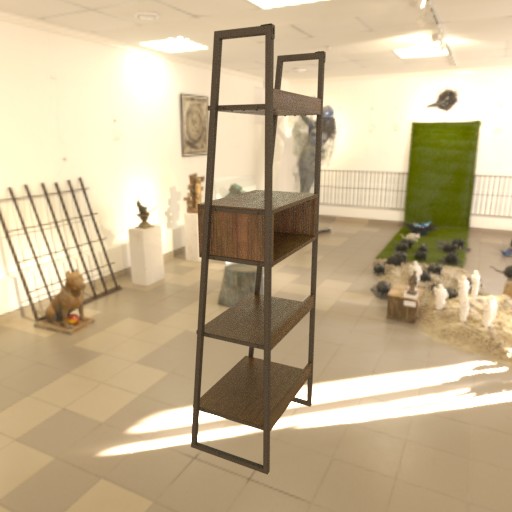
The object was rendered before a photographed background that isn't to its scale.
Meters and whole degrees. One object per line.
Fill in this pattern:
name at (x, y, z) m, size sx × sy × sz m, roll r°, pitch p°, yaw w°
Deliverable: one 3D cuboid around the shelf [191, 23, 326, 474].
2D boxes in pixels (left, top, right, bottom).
shelf at (0.000, 0.000, 2.281) m, size 0.454 × 2.005 × 0.652 m, roll 7°, pitch 17°, yaw 25°
